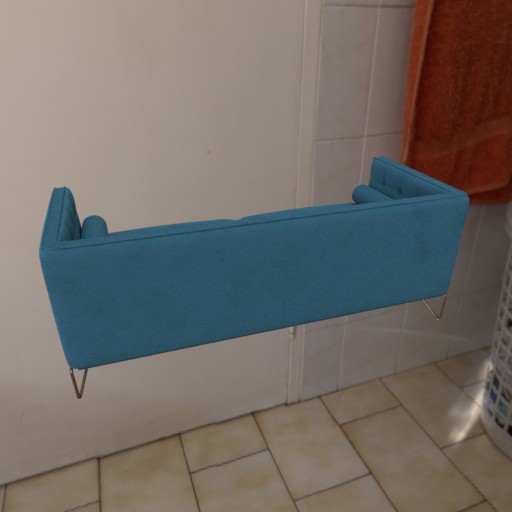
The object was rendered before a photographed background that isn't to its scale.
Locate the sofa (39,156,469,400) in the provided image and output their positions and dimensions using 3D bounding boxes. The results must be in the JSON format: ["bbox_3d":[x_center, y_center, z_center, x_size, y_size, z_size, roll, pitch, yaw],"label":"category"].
[{"bbox_3d":[0.000,0.000,2.516,2.087,0.789,0.867,-9,29,-16],"label":"sofa"}]
